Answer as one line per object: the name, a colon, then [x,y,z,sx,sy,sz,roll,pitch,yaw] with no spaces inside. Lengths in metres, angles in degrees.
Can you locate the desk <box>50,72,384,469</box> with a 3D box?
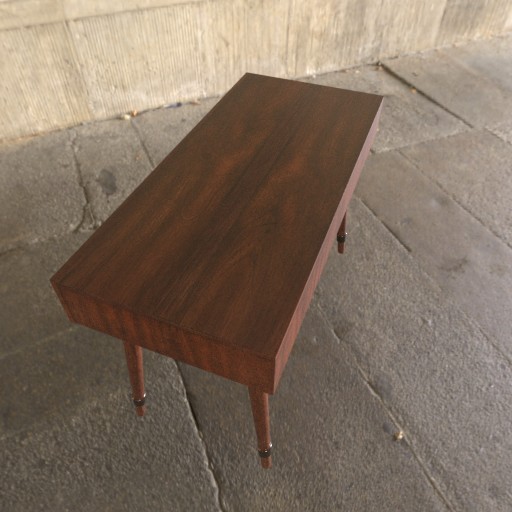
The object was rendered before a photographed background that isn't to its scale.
desk: [0.000,0.000,2.136,0.734,1.031,1.577,16,48,15]
